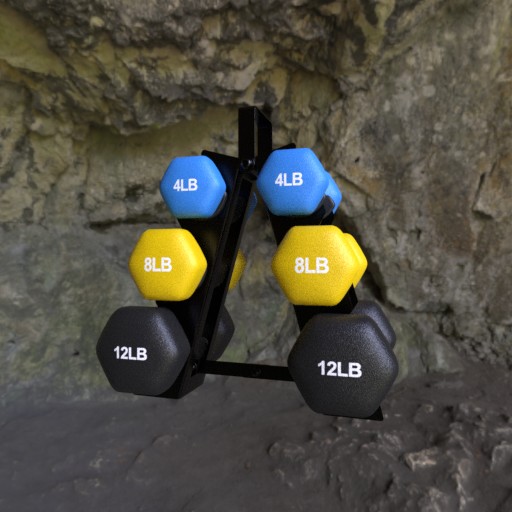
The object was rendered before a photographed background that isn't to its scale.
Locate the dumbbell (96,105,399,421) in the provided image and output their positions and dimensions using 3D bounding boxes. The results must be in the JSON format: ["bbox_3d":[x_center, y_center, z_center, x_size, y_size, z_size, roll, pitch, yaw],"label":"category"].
[{"bbox_3d":[0.000,0.000,0.670,0.409,0.426,0.255,0,0,17],"label":"dumbbell"}]
